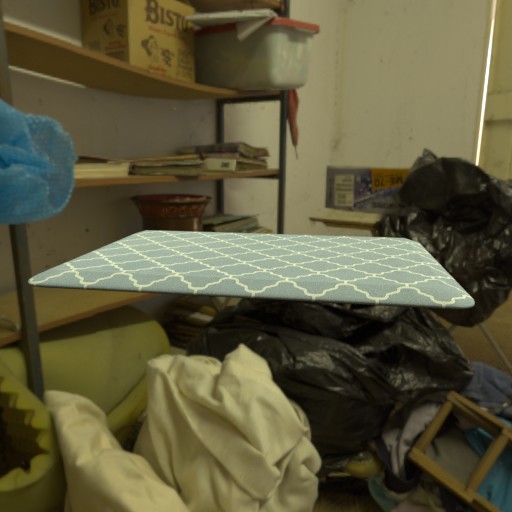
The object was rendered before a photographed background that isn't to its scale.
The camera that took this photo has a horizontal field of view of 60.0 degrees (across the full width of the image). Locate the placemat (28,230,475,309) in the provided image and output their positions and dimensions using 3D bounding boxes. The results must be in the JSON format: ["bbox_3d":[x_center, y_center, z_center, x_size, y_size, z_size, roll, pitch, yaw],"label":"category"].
[{"bbox_3d":[0.000,0.000,0.958,0.762,0.021,0.508,2,13,9],"label":"placemat"}]
